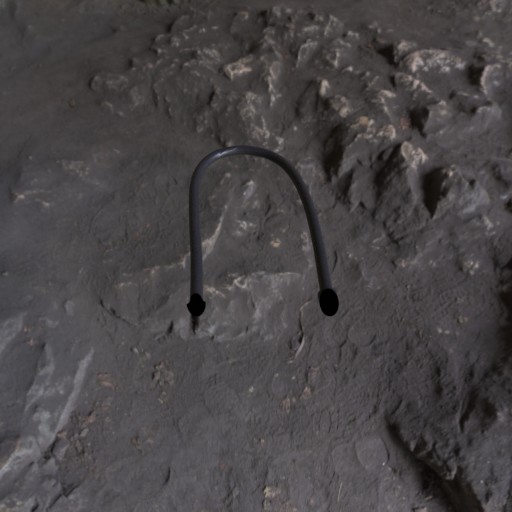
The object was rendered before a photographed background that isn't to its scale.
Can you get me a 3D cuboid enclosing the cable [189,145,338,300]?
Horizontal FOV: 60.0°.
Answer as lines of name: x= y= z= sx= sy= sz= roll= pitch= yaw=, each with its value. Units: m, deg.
cable: x=0.000 y=0.000 z=0.110 sx=0.041 sy=0.005 sz=0.098 roll=-4 pitch=46 yaw=-4
